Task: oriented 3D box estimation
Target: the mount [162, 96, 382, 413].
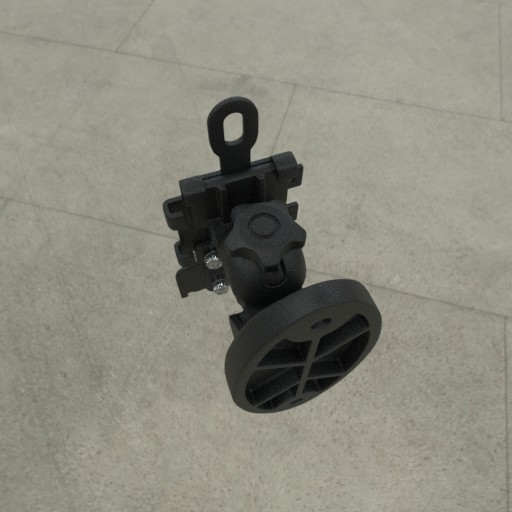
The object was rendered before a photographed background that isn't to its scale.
[{"bbox_3d":[0.000,0.000,0.176,0.066,0.118,0.100,-17,60,-10],"label":"mount"}]
